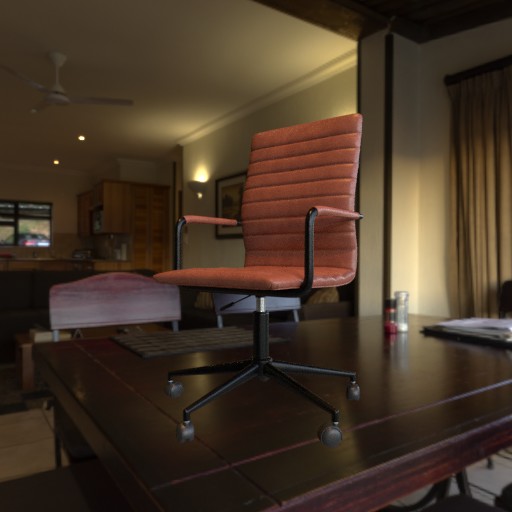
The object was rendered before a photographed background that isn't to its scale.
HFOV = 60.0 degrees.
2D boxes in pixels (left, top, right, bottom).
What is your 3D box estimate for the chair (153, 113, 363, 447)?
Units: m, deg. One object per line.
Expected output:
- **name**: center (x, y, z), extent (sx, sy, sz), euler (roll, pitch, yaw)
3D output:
- **chair**: center (0.000, 0.000, 1.254), extent (0.600, 0.878, 0.578), euler (0, 0, 37)
